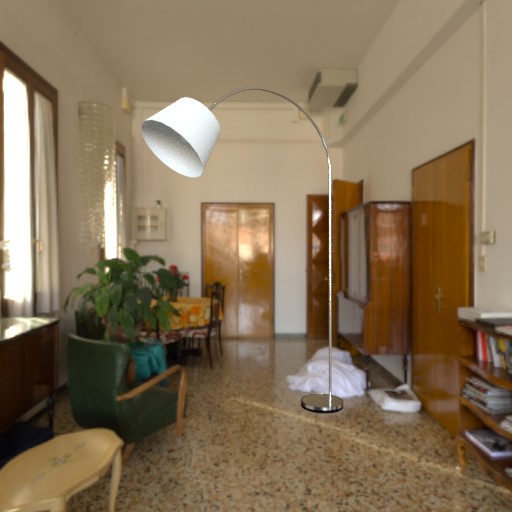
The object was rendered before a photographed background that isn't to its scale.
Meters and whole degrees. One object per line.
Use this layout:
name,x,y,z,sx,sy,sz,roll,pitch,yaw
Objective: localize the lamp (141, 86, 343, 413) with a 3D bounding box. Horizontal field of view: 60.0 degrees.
lamp,0.000,0.000,2.738,1.445,2.098,0.406,0,1,-37
